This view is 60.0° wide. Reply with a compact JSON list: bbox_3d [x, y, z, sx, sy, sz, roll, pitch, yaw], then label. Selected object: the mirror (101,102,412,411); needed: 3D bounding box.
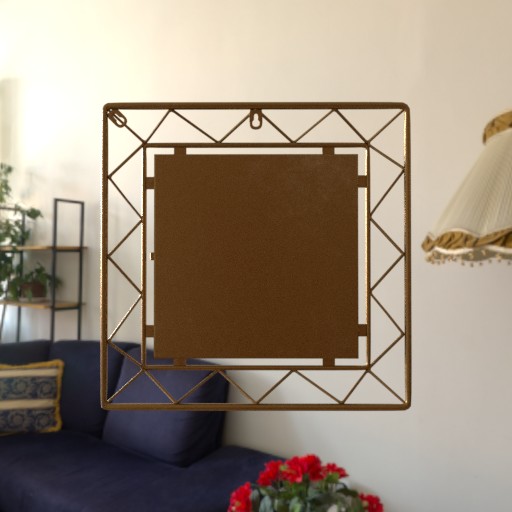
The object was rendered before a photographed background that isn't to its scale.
[{"bbox_3d":[0.000,0.000,0.613,0.416,0.414,0.046,0,-1,0],"label":"mirror"}]
